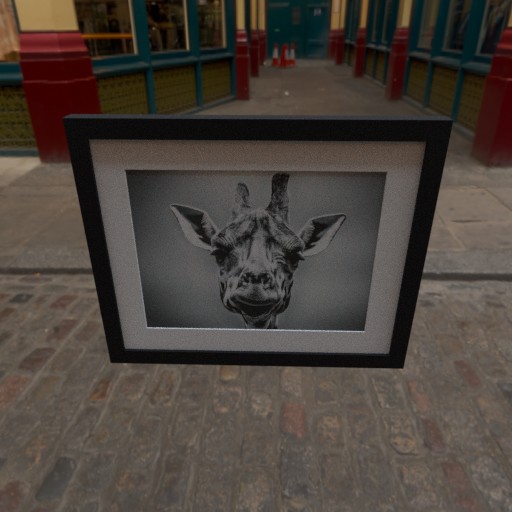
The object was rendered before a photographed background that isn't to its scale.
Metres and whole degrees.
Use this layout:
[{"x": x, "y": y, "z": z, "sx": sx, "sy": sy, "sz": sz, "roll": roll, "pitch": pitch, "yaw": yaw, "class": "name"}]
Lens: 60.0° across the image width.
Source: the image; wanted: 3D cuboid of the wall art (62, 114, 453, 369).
[{"x": 0.000, "y": 0.000, "z": 0.752, "sx": 0.558, "sy": 0.457, "sz": 0.031, "roll": 1, "pitch": 28, "yaw": 1, "class": "wall art"}]
